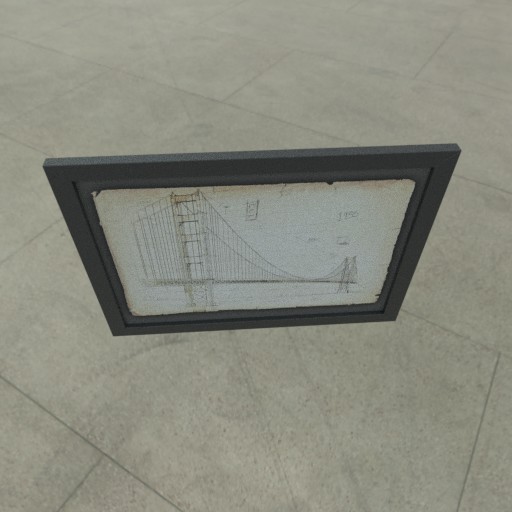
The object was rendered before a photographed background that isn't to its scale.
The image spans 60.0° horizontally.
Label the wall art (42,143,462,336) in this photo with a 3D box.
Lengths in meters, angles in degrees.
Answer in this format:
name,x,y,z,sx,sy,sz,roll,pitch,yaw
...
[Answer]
name,x,y,z,sx,sy,sz,roll,pitch,yaw
wall art,0.000,0.000,0.571,0.432,0.306,0.016,-3,46,-3
